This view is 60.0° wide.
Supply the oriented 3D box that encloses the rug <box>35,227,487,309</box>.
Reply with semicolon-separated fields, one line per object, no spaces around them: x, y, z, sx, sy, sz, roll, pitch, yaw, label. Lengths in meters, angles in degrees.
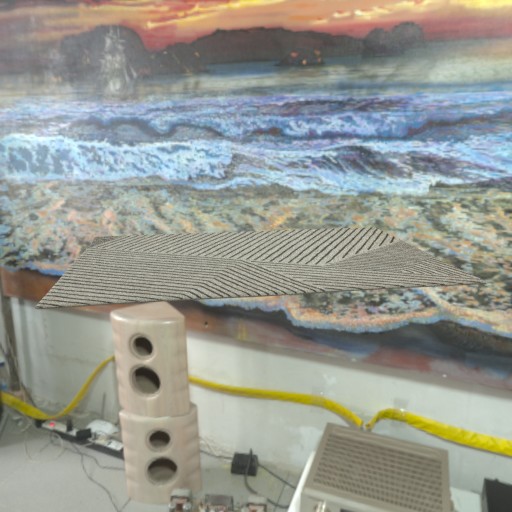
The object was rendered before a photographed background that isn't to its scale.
0.000;0.000;3.045;2.406;0.023;1.539;-2;16;-9;rug
